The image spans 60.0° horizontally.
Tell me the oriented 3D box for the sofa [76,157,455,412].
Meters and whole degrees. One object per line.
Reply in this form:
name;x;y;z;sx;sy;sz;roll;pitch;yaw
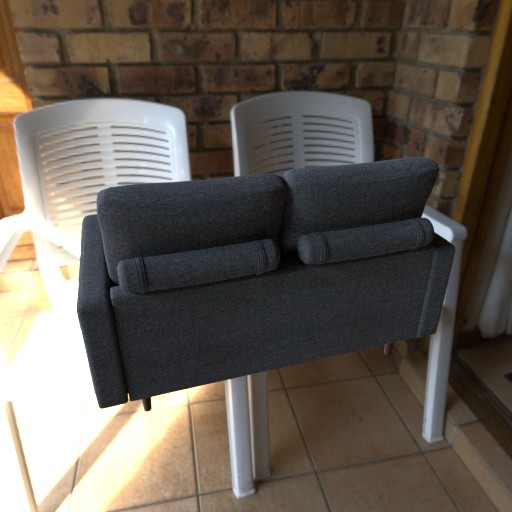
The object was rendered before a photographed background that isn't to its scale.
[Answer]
sofa;0.000;0.000;1.919;1.407;0.907;0.842;-9;29;-16
